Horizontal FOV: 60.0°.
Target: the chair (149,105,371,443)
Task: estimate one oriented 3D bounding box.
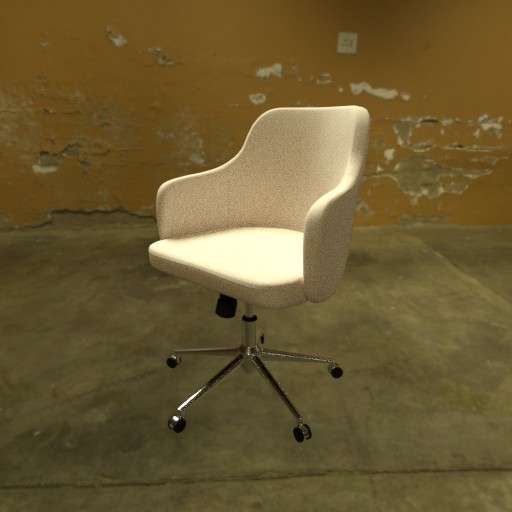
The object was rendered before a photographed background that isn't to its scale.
[{"bbox_3d":[0.000,0.000,1.262,0.602,0.819,0.647,15,22,41],"label":"chair"}]
